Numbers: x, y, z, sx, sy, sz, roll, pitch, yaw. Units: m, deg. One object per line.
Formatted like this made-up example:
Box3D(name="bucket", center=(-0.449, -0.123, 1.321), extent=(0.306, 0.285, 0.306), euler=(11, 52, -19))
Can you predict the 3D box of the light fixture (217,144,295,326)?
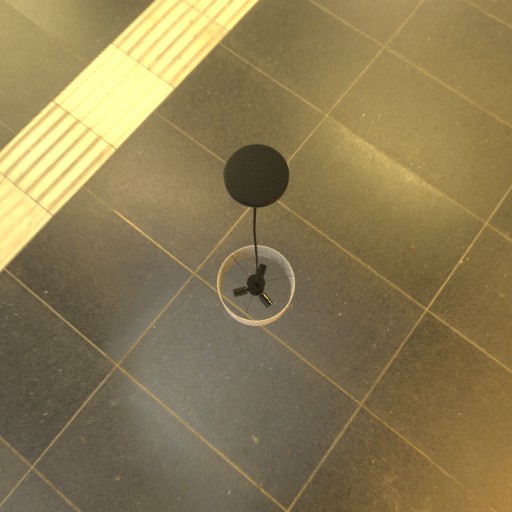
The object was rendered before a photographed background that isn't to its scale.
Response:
Box3D(name="light fixture", center=(0.000, 0.000, 1.748), extent=(0.399, 1.516, 0.399), euler=(0, 76, 0))
